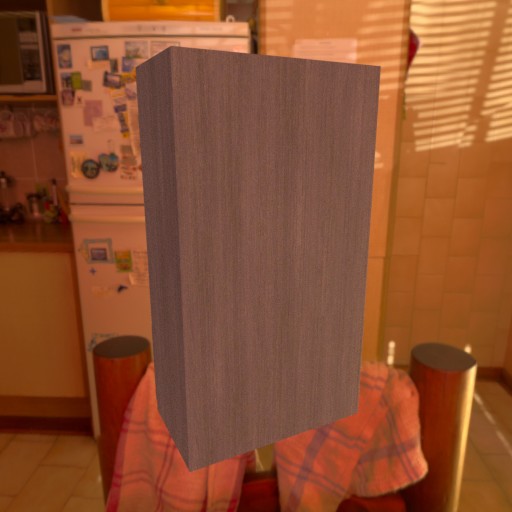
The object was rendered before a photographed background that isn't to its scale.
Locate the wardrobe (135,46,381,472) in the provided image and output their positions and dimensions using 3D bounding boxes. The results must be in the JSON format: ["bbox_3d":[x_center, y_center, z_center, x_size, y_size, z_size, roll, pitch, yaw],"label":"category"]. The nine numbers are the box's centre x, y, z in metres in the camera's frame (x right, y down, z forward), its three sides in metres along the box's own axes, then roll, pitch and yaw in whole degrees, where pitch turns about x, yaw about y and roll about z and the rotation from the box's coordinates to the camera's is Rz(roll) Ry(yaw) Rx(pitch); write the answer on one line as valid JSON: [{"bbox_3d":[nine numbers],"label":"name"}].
[{"bbox_3d":[0.000,0.000,2.282,0.991,1.808,0.577,-8,17,-27],"label":"wardrobe"}]
